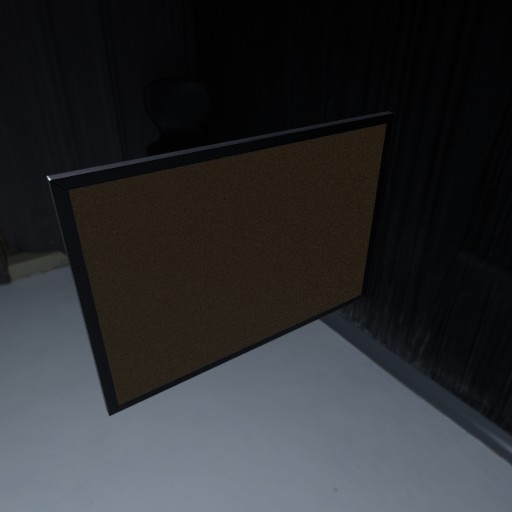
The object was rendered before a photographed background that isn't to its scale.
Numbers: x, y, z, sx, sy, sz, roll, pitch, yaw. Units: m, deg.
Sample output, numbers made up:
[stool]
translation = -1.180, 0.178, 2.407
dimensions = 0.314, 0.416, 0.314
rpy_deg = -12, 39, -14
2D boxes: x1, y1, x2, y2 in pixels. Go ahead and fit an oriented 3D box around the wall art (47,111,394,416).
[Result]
[wall art]
translation = 0.000, 0.000, 0.574
dimensions = 0.440, 0.306, 0.013
rpy_deg = -19, 36, -29
